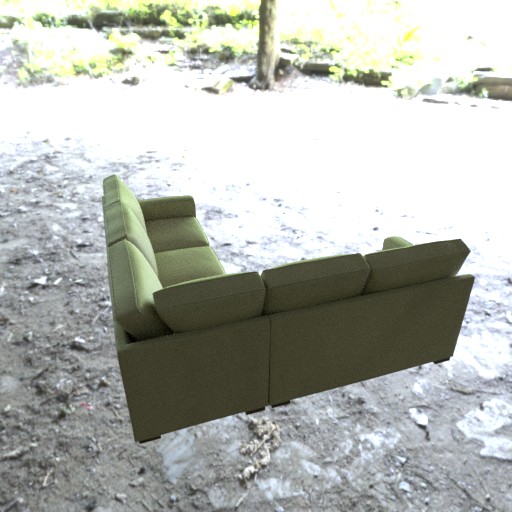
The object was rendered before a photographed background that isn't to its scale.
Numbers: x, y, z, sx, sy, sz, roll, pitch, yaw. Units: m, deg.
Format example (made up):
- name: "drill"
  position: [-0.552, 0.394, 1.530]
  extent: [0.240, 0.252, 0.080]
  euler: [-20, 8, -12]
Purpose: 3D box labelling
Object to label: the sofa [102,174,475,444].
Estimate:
- name: "sofa"
  position: [0.000, 0.000, 3.476]
  extent: [2.182, 0.939, 2.189]
  euler: [-9, 31, -16]
